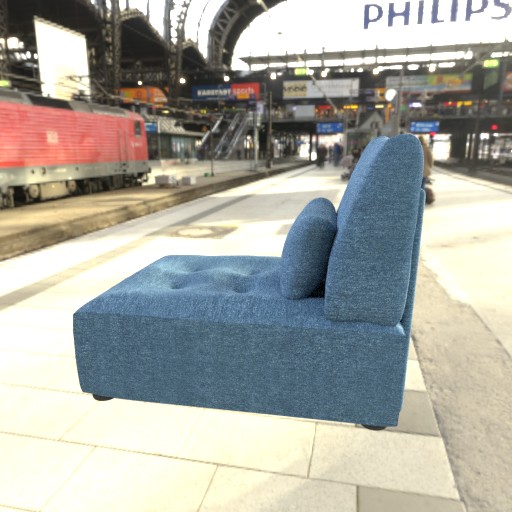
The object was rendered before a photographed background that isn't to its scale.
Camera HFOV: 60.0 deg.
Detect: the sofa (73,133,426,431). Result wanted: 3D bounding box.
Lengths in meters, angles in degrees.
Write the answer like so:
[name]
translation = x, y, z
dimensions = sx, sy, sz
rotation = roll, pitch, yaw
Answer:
[sofa]
translation = 0.000, 0.000, 1.547
dimensions = 1.000, 0.820, 0.700
rotation = 2, 14, 10
